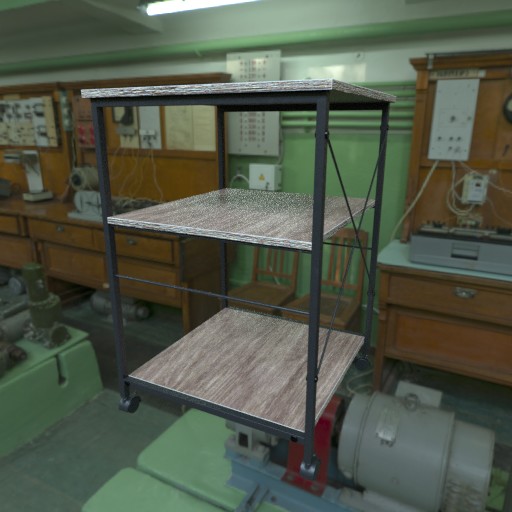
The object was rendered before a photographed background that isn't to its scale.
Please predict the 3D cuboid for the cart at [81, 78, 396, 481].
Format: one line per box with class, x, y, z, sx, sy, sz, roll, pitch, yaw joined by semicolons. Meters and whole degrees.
cart;0.000;0.000;1.104;0.520;0.762;0.521;8;19;26
